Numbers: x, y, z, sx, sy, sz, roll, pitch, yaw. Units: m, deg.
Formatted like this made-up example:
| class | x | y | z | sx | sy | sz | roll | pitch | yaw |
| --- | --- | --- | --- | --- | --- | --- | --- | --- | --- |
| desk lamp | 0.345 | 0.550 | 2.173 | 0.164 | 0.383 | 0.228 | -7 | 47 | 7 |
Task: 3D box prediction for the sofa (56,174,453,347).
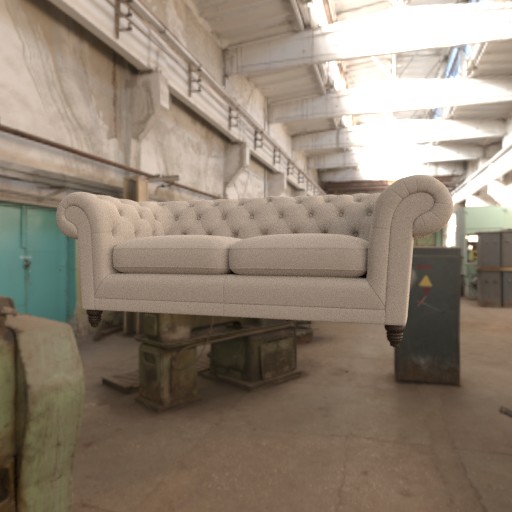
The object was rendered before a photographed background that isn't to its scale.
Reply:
| class | x | y | z | sx | sy | sz | roll | pitch | yaw |
| --- | --- | --- | --- | --- | --- | --- | --- | --- | --- |
| sofa | 0.000 | 0.000 | 2.554 | 1.998 | 0.764 | 0.986 | 0 | 1 | 18 |
